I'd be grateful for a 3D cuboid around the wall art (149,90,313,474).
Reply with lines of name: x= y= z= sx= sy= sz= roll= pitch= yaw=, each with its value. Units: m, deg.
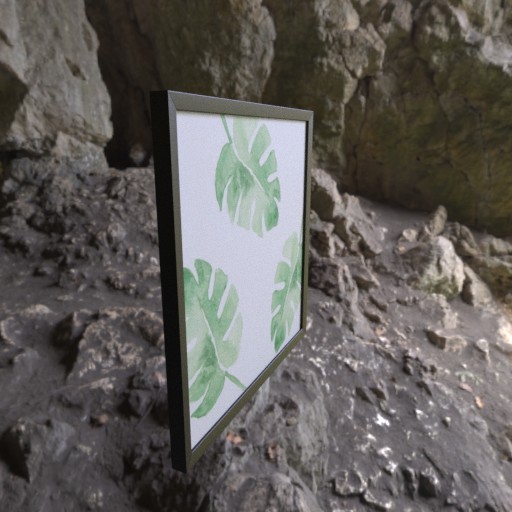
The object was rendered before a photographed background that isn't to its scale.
wall art: x=0.000 y=0.000 z=1.178 sx=0.038 sy=0.765 sz=0.765 roll=7 pitch=17 yaw=25
